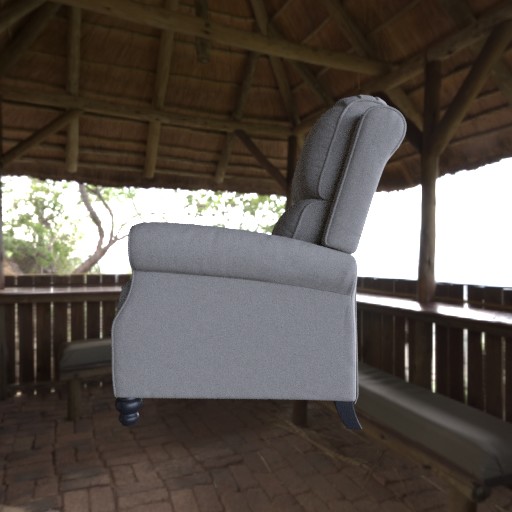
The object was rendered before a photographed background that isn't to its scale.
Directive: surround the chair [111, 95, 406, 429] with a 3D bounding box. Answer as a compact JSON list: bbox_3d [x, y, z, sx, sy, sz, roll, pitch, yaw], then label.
[{"bbox_3d":[0.000,0.000,1.709,0.919,1.046,0.859,0,0,2],"label":"chair"}]
